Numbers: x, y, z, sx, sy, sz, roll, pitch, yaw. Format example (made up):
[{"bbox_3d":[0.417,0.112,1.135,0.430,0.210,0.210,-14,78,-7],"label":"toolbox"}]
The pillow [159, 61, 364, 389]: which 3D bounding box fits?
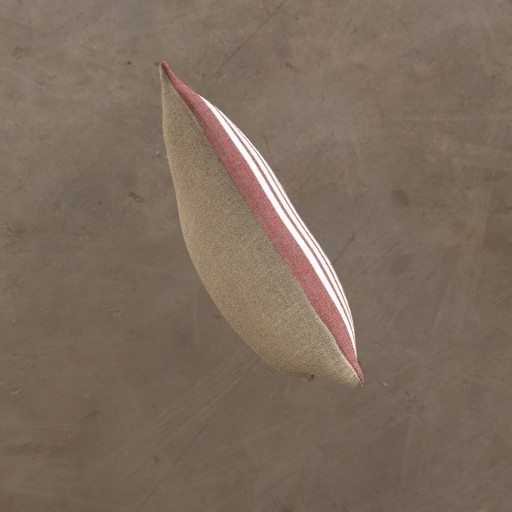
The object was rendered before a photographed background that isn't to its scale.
[{"bbox_3d":[0.000,0.000,0.678,0.182,0.427,0.439,-30,79,-7],"label":"pillow"}]
